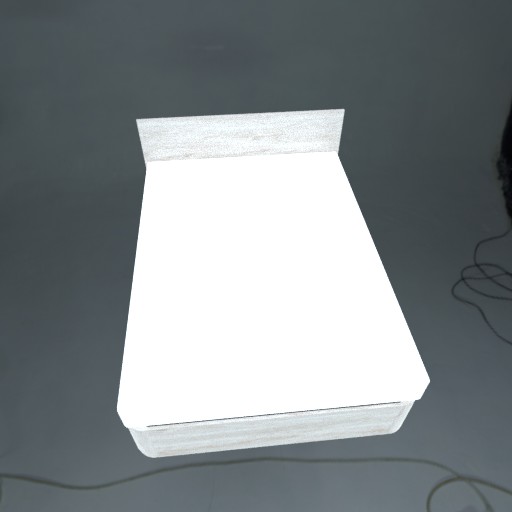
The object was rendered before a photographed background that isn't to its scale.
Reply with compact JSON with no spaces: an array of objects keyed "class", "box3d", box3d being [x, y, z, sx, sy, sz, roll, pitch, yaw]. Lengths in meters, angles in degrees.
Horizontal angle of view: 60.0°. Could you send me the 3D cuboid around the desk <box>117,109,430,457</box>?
[{"class":"desk","box3d":[0.000,0.000,2.611,1.400,0.800,1.900,-4,46,-4]}]
